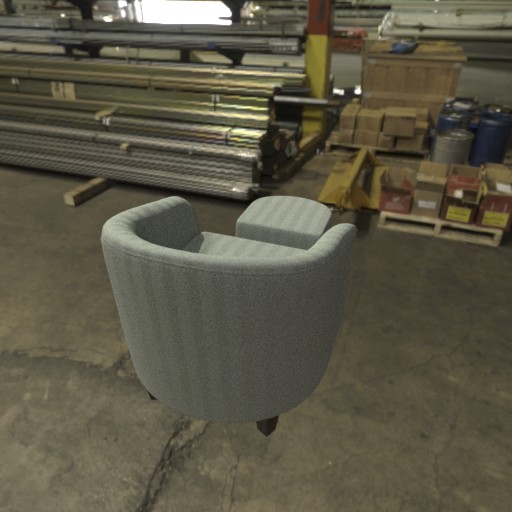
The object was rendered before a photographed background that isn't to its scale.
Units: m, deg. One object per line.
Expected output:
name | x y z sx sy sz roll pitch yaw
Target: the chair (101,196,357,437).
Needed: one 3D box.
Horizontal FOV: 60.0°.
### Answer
chair | 0.000 0.000 1.775 0.756 0.757 1.288 11 34 17
